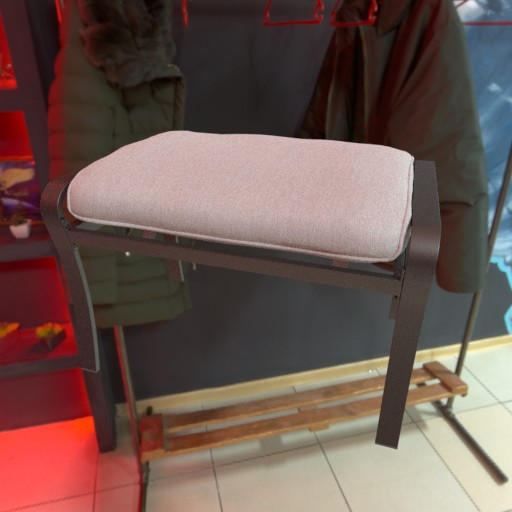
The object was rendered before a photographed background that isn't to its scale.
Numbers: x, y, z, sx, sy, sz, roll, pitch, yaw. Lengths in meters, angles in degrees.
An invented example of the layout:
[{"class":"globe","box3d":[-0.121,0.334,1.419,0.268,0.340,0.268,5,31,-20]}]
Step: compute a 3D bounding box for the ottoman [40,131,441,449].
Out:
[{"class":"ottoman","box3d":[0.000,0.000,0.870,0.610,0.422,0.406,9,28,16]}]
